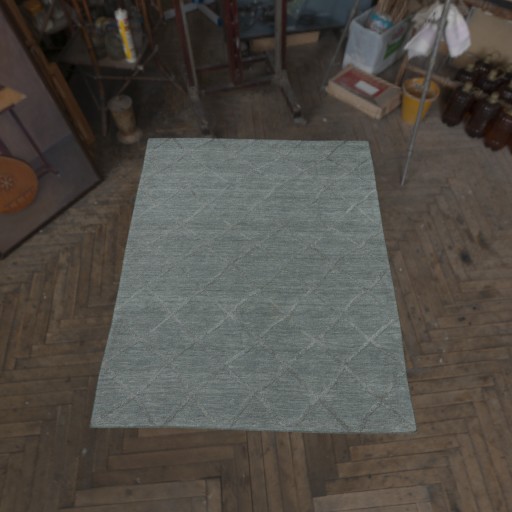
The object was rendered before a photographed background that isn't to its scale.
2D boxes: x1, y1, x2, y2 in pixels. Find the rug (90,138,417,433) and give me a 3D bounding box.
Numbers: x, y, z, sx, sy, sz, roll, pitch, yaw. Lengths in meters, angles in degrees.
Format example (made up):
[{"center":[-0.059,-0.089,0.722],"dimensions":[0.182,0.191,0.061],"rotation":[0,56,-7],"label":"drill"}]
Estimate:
[{"center":[0.000,0.000,4.064],"dimensions":[2.438,0.013,3.048],"rotation":[1,58,0],"label":"rug"}]
